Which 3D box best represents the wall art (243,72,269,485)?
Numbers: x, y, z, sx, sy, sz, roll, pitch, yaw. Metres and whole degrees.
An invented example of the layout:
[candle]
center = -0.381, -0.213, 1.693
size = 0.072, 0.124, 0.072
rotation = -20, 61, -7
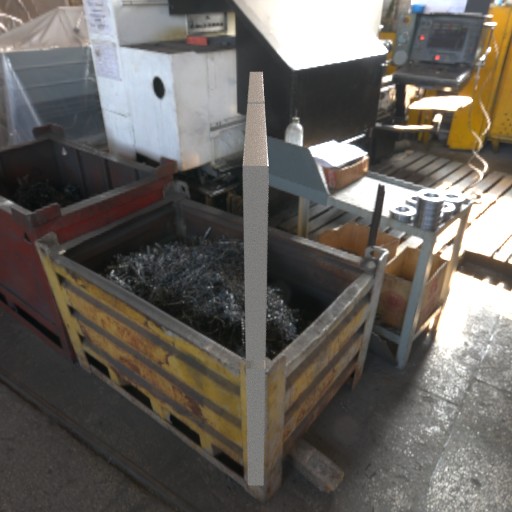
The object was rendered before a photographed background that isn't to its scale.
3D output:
[wall art]
center = 0.000, 0.000, 0.912
size = 0.029, 0.611, 0.611
rotation = 0, 32, 0
